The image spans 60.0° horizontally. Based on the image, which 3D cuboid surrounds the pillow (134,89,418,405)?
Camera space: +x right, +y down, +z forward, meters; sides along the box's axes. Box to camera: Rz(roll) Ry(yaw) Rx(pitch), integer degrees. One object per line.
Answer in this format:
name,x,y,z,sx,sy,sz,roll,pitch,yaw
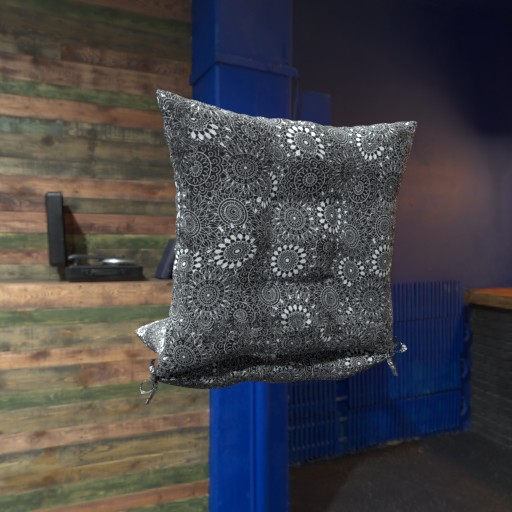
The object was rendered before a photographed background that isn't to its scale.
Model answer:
pillow,0.000,0.000,1.017,0.541,0.536,0.585,0,1,-19
